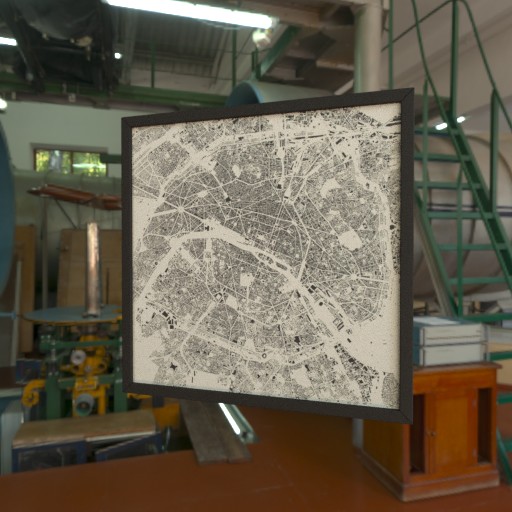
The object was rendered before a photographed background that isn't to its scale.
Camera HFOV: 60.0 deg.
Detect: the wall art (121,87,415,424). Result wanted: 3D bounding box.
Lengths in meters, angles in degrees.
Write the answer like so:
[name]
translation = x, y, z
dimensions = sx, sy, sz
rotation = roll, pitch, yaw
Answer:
[wall art]
translation = 0.000, 0.000, 0.759
dimensions = 0.508, 0.508, 0.037
rotation = 0, 1, 17
